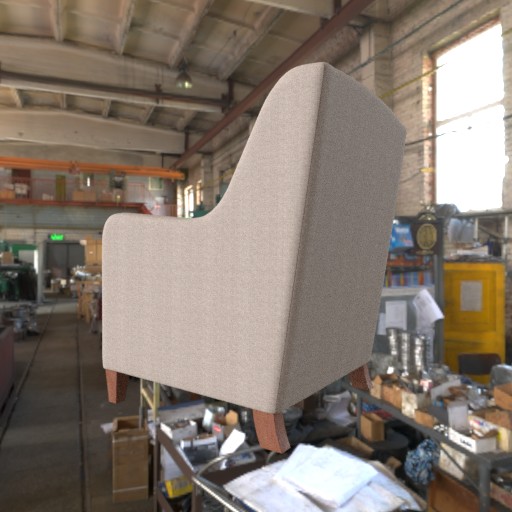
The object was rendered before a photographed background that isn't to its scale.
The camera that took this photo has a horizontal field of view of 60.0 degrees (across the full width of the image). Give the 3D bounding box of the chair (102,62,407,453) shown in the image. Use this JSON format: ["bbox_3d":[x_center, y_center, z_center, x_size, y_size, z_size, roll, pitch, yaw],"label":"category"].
[{"bbox_3d":[0.000,0.000,1.602,0.890,1.017,0.715,0,0,34],"label":"chair"}]
